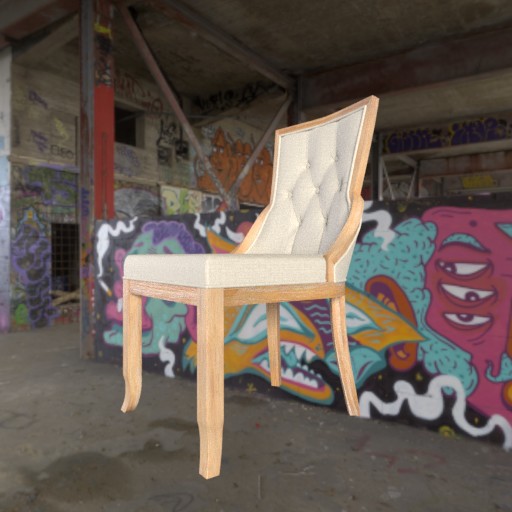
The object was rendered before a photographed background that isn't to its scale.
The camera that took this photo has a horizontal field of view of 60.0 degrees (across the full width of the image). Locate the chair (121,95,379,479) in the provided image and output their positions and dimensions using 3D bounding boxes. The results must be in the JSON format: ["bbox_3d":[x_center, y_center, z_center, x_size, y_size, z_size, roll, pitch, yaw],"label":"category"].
[{"bbox_3d":[0.000,0.000,1.333,0.641,0.947,0.524,0,0,-36],"label":"chair"}]
